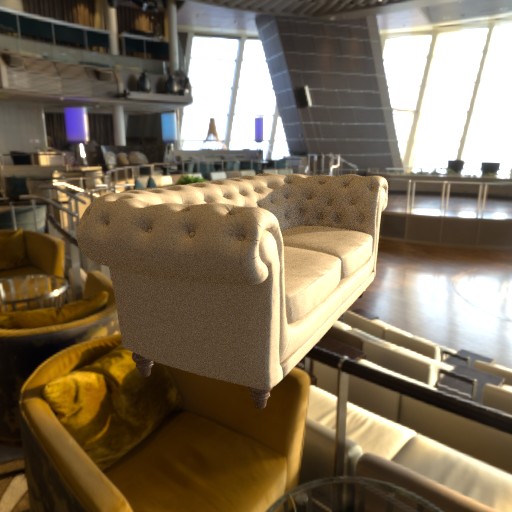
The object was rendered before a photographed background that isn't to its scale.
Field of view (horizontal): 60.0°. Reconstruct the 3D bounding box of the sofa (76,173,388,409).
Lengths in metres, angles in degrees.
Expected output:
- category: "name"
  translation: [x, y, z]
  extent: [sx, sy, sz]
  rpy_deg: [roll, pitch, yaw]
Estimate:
- category: "sofa"
  translation: [0.000, 0.000, 2.524]
  extent: [1.069, 0.835, 1.988]
  rpy_deg: [8, 16, 27]
